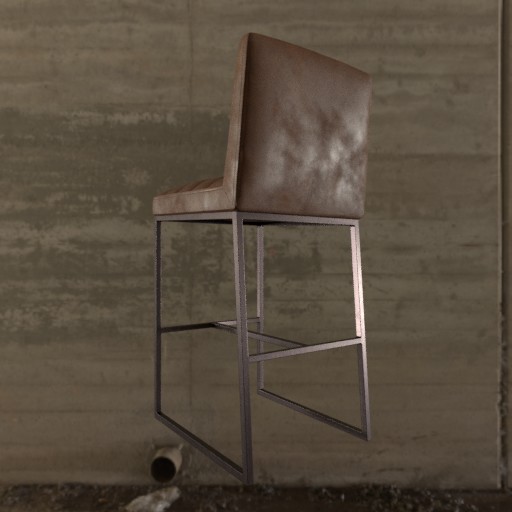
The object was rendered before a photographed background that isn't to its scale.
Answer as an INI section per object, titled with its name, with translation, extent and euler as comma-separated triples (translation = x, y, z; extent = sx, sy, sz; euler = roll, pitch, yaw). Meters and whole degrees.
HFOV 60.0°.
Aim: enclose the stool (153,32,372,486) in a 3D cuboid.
[stool]
translation = 0.000, 0.000, 1.370
extent = 0.463, 1.065, 0.562
euler = 0, 0, -36
